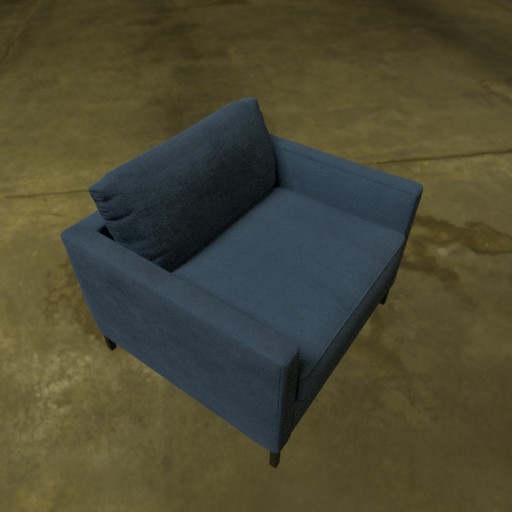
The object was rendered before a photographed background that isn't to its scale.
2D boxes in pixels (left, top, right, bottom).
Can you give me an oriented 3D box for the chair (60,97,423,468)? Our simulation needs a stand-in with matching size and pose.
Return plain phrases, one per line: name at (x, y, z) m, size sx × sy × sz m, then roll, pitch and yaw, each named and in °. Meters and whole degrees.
chair at (0.000, 0.000, 1.631) m, size 0.875 × 0.812 × 0.964 m, roll 26°, pitch 49°, yaw 25°
